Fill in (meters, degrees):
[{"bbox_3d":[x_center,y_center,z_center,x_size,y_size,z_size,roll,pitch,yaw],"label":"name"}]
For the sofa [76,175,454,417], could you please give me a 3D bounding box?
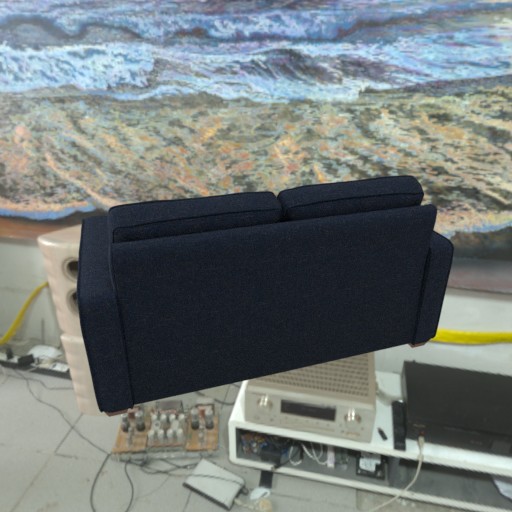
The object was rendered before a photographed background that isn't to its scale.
[{"bbox_3d":[0.000,0.000,2.312,1.709,0.918,0.947,-8,28,-16],"label":"sofa"}]
